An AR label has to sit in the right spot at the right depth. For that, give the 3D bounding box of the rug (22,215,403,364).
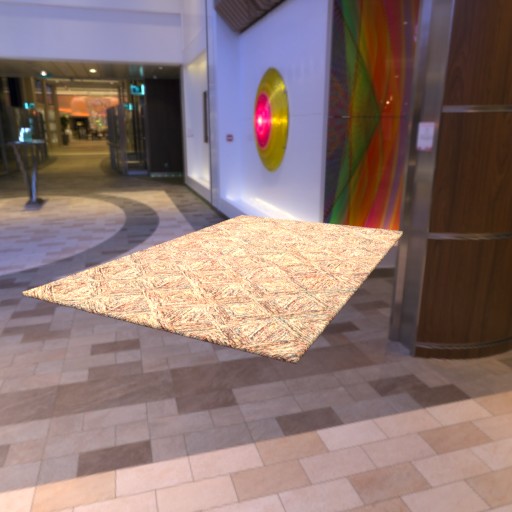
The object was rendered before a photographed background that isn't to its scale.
[{"bbox_3d":[0.000,0.000,2.211,1.143,0.014,1.761,8,18,26],"label":"rug"}]
